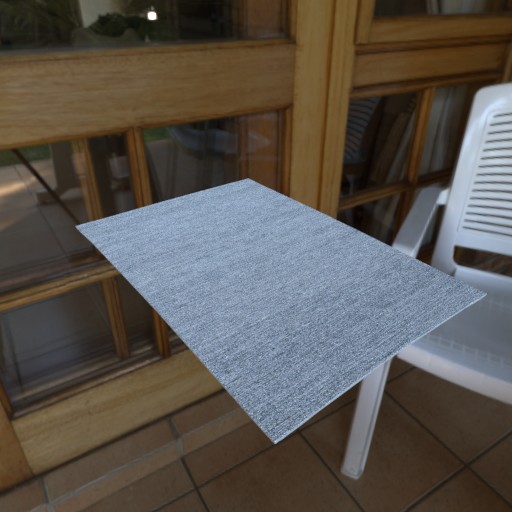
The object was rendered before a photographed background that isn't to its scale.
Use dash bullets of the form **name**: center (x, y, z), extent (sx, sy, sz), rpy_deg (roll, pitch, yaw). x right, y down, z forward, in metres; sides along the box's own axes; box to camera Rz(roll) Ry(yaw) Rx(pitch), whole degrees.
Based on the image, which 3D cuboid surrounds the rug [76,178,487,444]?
- **rug**: center (0.000, 0.000, 2.942), extent (1.616, 0.030, 2.338), rpy_deg (-22, 37, -31)
